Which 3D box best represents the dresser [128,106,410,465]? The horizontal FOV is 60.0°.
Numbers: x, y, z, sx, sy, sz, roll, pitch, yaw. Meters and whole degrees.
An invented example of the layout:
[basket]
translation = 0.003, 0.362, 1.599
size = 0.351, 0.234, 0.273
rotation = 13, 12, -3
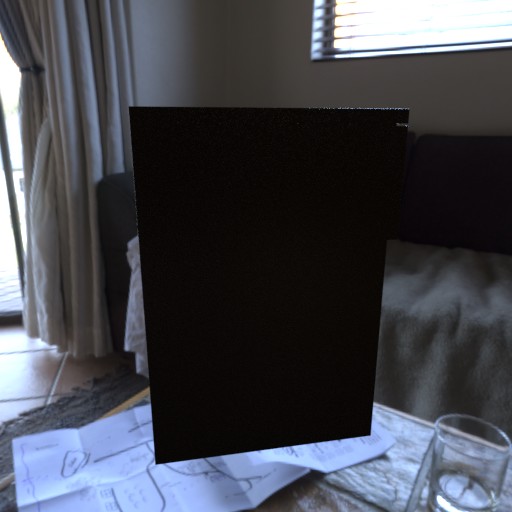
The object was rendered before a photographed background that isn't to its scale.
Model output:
[dresser]
translation = 0.000, 0.000, 0.768
size = 0.360, 0.470, 0.400
rotation = -3, 16, -11
